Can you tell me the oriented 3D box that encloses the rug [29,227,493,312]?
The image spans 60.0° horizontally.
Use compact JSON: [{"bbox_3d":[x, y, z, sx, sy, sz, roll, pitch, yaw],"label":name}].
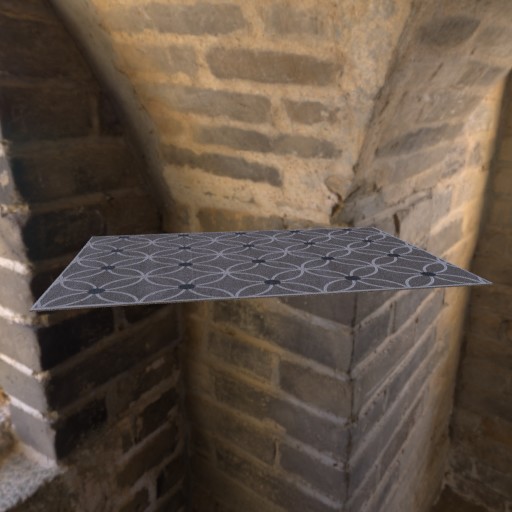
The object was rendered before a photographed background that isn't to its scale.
[{"bbox_3d":[0.000,0.000,2.855,2.284,0.008,1.522,-3,15,-9],"label":"rug"}]
